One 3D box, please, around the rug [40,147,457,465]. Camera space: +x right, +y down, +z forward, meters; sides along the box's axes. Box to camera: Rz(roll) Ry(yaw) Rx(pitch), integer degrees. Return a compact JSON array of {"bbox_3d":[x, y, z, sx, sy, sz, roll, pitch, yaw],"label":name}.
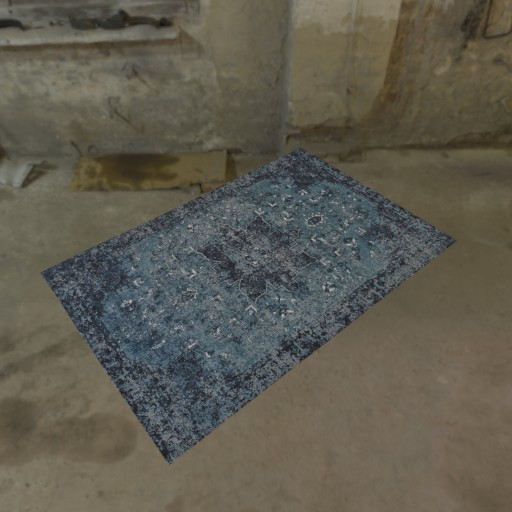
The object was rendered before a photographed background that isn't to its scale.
[{"bbox_3d":[0.000,0.000,2.323,1.828,0.005,1.219,-31,53,-27],"label":"rug"}]
